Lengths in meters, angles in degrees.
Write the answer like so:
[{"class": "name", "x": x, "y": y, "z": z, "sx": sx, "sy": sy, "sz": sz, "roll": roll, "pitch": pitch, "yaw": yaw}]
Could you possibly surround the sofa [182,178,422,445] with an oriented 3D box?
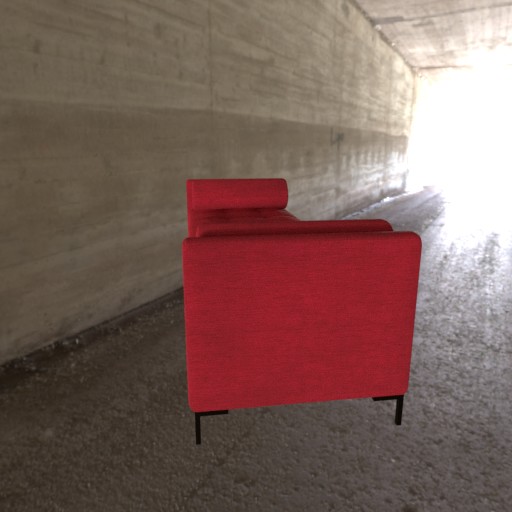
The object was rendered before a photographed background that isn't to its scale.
[{"class": "sofa", "x": 0.000, "y": 0.000, "z": 2.235, "sx": 0.686, "sy": 0.635, "sz": 1.981, "roll": -2, "pitch": 15, "yaw": -8}]
